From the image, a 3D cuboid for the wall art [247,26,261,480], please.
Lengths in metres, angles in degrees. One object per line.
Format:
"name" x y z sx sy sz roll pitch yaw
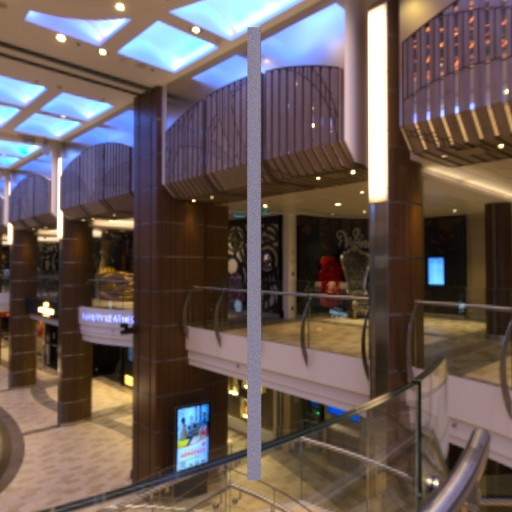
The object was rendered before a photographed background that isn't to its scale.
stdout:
"wall art" 0.000 0.000 0.977 0.020 0.661 0.664 0 -1 0
